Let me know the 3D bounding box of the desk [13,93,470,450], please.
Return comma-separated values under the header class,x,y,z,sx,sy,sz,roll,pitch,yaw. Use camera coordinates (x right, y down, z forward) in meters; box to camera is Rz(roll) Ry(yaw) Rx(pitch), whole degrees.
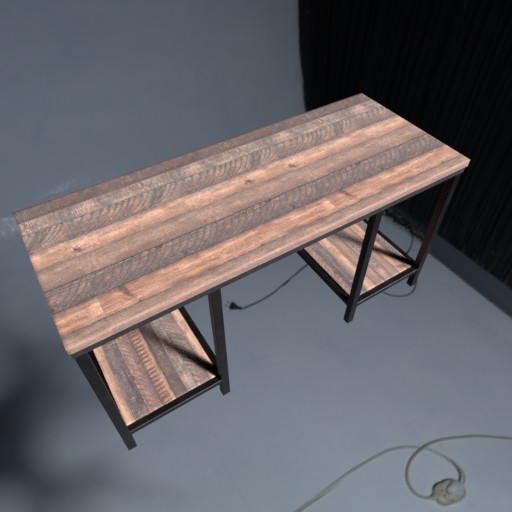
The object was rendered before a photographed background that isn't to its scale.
class,x,y,z,sx,sy,sz,roll,pitch,yaw
desk,0.000,0.000,1.861,1.538,0.753,0.617,-25,52,-21
